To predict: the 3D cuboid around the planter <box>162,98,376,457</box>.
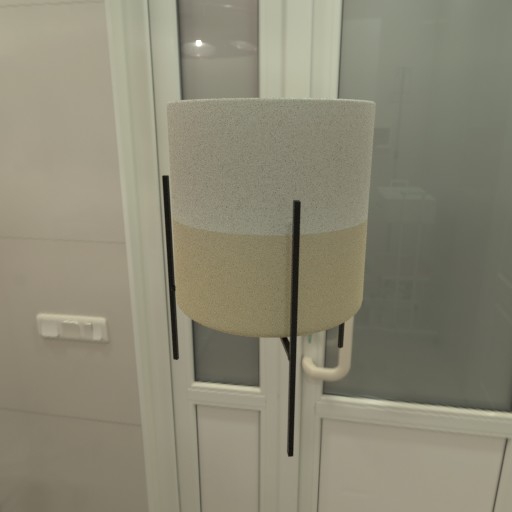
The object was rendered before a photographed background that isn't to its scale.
[{"bbox_3d":[0.000,0.000,0.552,0.267,0.362,0.263,3,17,10],"label":"planter"}]
